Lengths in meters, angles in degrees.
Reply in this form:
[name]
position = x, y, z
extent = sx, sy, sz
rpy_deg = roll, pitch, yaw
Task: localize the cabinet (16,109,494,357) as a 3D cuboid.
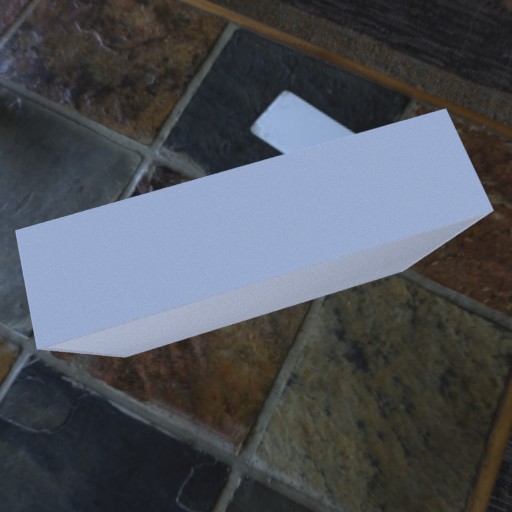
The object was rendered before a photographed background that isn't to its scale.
[cabinet]
position = 0.000, 0.000, 1.823
extent = 1.450, 0.900, 0.380
rpy_deg = -17, 76, -4
